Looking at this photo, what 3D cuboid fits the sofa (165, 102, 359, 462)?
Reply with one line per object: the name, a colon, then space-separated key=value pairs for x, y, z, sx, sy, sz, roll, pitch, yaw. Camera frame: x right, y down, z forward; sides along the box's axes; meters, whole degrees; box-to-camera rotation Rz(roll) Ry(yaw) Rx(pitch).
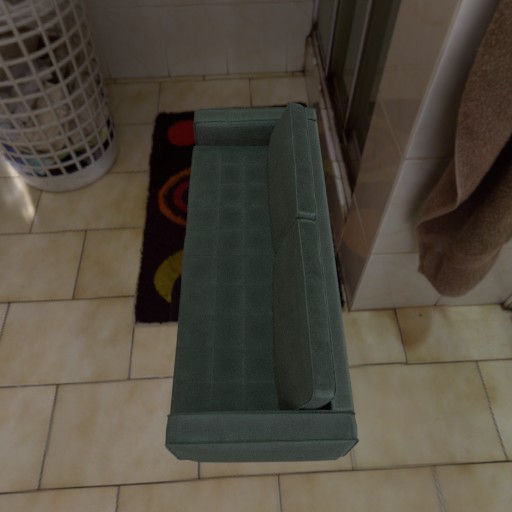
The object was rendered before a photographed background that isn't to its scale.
sofa: x=0.000 y=0.000 z=2.661 sx=0.886 sy=0.781 sz=2.214 roll=-1 pitch=57 yaw=0
